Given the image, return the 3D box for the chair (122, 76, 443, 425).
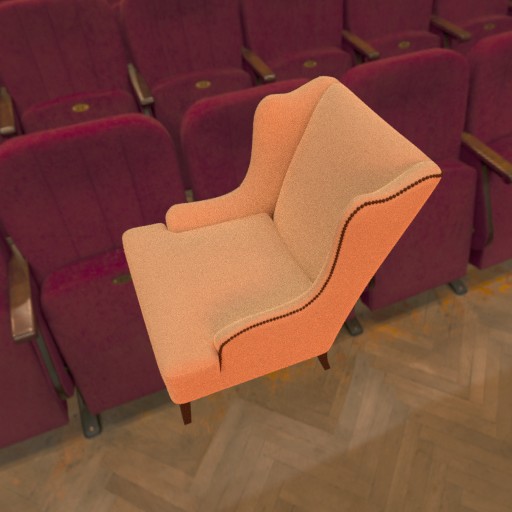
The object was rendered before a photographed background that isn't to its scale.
[{"bbox_3d":[0.000,0.000,1.725,0.940,1.029,0.737,-17,49,-15],"label":"chair"}]
